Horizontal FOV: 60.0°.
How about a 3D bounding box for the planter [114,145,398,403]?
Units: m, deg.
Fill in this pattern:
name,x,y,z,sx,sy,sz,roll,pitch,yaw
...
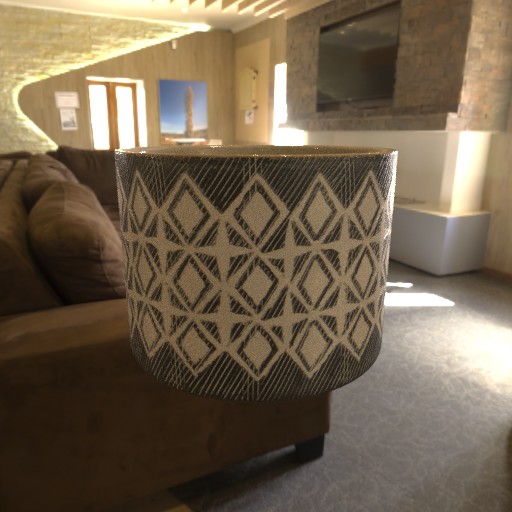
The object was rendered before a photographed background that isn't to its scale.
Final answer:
name,x,y,z,sx,sy,sz,roll,pitch,yaw
planter,0.000,0.000,0.221,0.126,0.104,0.126,0,16,0
